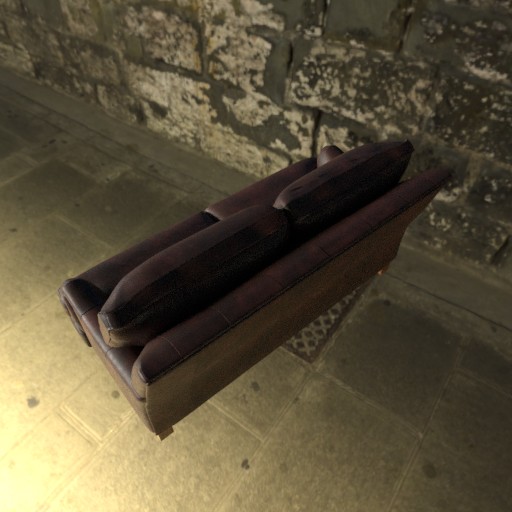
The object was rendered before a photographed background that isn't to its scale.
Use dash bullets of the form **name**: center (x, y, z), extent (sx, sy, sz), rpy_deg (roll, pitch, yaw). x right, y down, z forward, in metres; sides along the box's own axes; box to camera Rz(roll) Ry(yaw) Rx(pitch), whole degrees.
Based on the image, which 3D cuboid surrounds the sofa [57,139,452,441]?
- **sofa**: center (0.000, 0.000, 2.731), extent (2.144, 1.071, 1.147), rpy_deg (-31, 54, -26)
